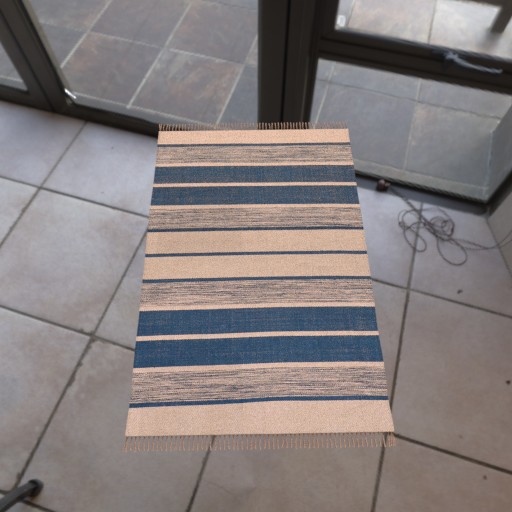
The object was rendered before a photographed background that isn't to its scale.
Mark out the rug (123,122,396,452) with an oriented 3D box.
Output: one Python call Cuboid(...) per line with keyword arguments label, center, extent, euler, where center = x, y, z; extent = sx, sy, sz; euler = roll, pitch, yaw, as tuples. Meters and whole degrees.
Cuboid(label="rug", center=(0.000, 0.000, 3.041), extent=(1.532, 0.010, 2.441), euler=(-1, 62, 0))
